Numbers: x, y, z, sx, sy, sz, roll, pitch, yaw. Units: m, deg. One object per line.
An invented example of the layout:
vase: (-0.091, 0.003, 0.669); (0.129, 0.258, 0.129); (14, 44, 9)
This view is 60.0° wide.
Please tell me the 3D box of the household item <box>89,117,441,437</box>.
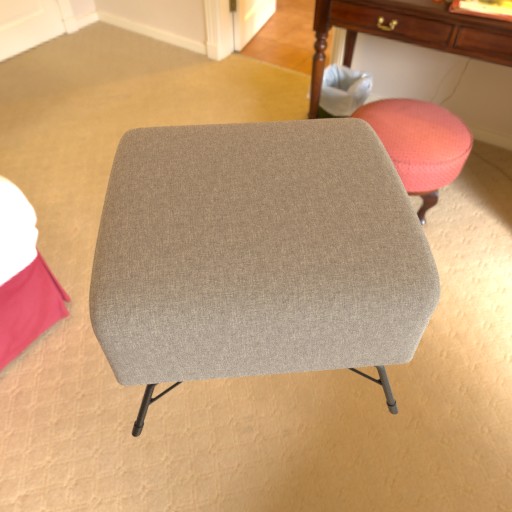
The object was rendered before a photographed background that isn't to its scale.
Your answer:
household item: (0.000, 0.000, 0.894); (0.530, 0.410, 0.530); (-4, 48, -3)
